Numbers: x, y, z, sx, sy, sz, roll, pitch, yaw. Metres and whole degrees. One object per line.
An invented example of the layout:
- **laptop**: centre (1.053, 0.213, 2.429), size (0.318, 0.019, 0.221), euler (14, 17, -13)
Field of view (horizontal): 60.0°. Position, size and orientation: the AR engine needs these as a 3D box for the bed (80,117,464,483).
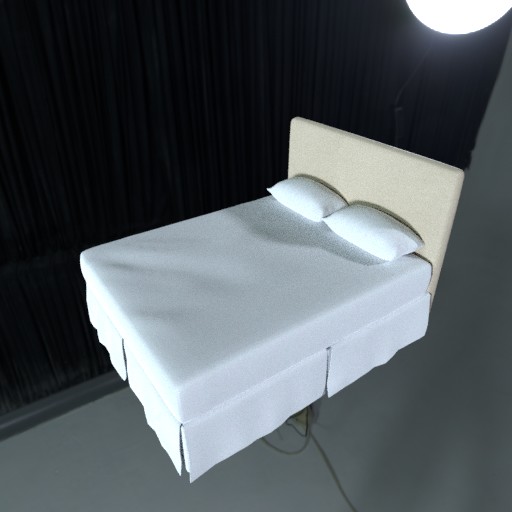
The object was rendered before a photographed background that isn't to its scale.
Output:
- **bed**: centre (0.000, 0.000, 3.142), size (2.142, 1.330, 1.723), euler (-20, 37, -29)
